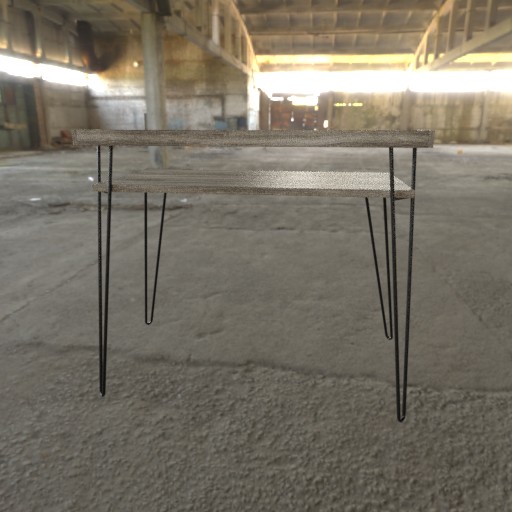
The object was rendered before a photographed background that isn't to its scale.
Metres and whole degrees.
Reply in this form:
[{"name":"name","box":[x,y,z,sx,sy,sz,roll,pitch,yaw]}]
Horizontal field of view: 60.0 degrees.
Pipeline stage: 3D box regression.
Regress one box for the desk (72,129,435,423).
[{"name":"desk","box":[0.000,0.000,1.632,1.135,0.899,0.605,2,17,8]}]
